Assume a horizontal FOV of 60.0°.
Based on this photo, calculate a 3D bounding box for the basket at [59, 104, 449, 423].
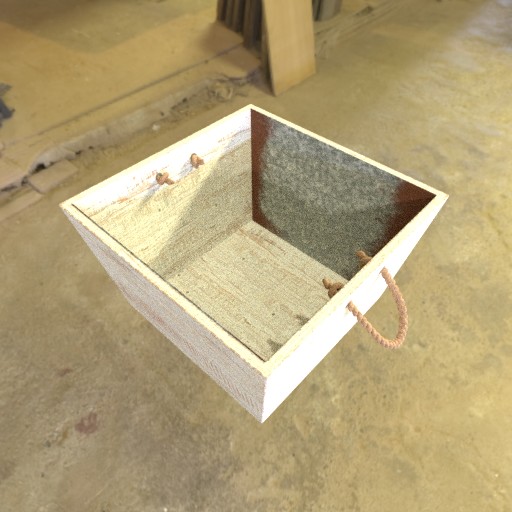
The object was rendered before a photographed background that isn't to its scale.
[{"bbox_3d":[0.000,0.000,0.751,0.545,0.247,0.413,34,55,28],"label":"basket"}]
